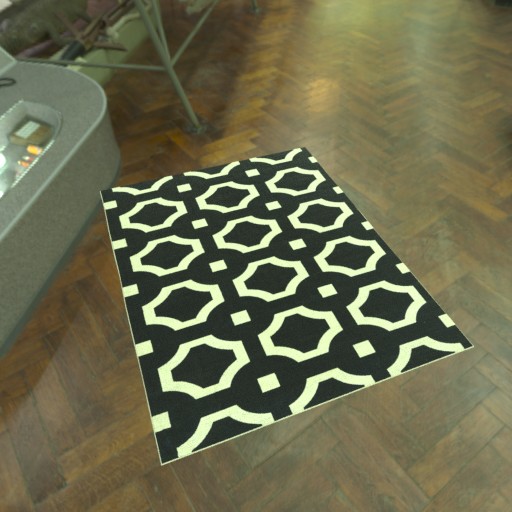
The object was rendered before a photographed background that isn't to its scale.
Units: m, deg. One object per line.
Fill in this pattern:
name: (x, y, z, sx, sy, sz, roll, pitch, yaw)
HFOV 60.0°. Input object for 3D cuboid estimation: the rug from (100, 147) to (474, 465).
rug: (0.000, 0.000, 4.126, 2.466, 0.021, 3.049, -15, 48, -15)
